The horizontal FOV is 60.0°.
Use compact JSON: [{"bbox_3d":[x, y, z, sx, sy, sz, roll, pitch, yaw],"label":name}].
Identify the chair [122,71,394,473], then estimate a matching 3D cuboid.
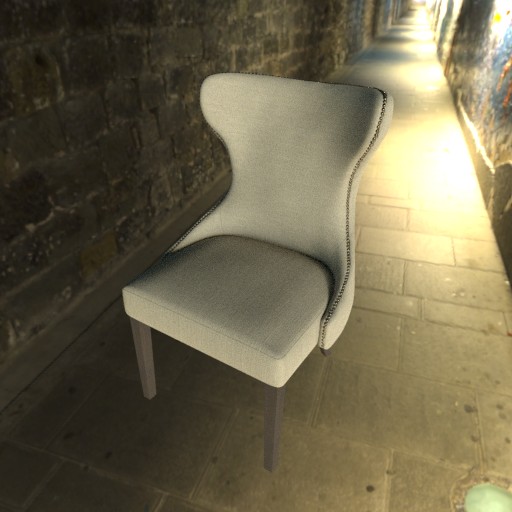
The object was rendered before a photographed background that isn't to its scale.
[{"bbox_3d":[0.000,0.000,1.358,0.628,0.967,0.635,19,35,28],"label":"chair"}]
